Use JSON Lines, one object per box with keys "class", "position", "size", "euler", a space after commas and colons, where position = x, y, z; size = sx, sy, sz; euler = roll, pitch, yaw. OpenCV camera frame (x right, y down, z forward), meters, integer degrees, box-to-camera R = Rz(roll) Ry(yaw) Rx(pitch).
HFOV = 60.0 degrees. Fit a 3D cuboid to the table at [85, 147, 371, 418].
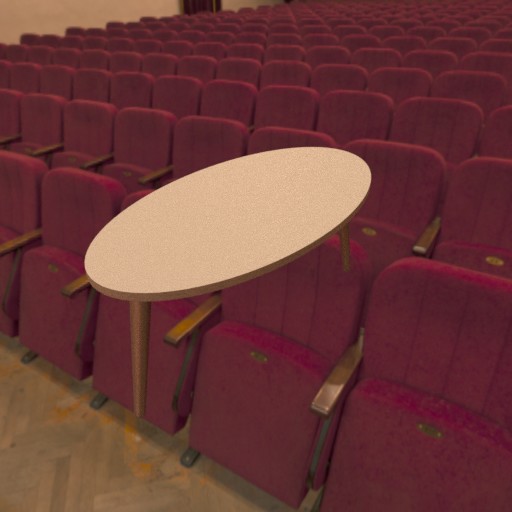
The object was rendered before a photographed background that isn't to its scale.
{"class": "table", "position": [0.000, 0.000, 1.337], "size": [0.542, 0.390, 1.083], "euler": [18, 34, 28]}
